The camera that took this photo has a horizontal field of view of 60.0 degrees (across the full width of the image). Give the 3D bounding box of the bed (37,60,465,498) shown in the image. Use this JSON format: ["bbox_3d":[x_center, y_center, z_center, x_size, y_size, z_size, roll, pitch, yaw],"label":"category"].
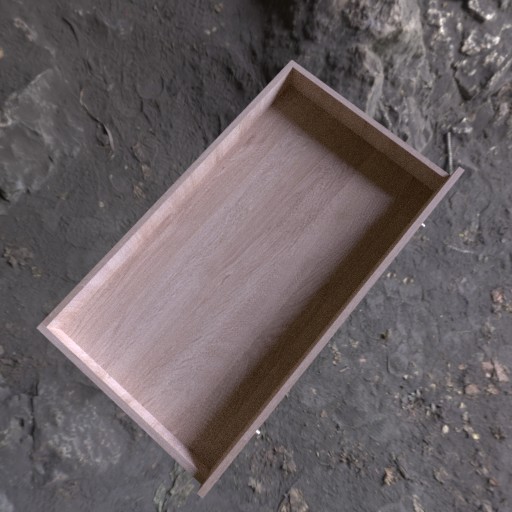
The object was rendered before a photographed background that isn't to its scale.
[{"bbox_3d":[0.000,0.000,1.402,0.685,0.209,1.200,40,80,8],"label":"bed"}]
